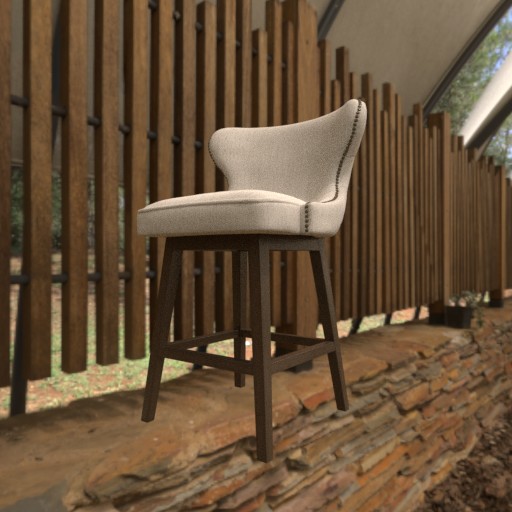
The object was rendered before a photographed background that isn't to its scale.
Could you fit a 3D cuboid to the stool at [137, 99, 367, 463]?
[{"bbox_3d":[0.000,0.000,1.382,0.615,0.972,0.597,0,0,37],"label":"stool"}]
